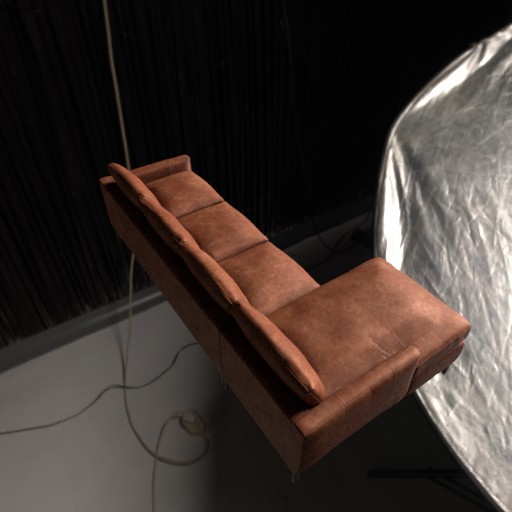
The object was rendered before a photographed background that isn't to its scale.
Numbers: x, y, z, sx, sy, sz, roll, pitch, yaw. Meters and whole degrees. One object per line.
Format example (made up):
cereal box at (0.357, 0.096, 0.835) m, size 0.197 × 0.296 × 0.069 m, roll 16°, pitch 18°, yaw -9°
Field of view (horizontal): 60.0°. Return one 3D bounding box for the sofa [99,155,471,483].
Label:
sofa at (0.000, 0.000, 3.577) m, size 1.471 × 0.859 × 2.993 m, roll -24°, pitch 46°, yaw -25°
